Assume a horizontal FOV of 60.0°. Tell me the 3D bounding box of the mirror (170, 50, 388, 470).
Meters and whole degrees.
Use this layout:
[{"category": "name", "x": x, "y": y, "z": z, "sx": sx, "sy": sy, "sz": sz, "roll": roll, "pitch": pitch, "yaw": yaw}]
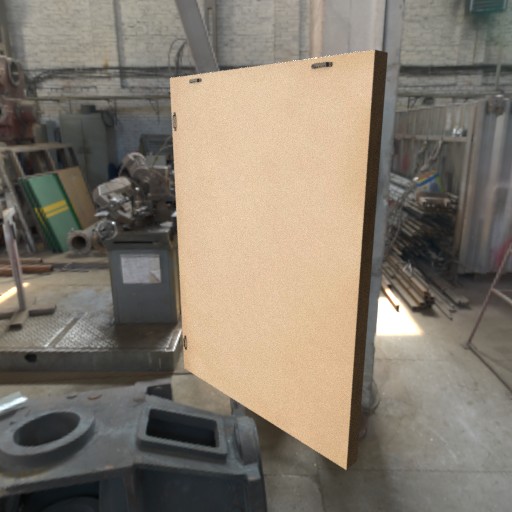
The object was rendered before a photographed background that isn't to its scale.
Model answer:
[{"category": "mirror", "x": 0.000, "y": 0.000, "z": 0.901, "sx": 0.040, "sy": 0.710, "sz": 0.507, "roll": -15, "pitch": 22, "yaw": -42}]
